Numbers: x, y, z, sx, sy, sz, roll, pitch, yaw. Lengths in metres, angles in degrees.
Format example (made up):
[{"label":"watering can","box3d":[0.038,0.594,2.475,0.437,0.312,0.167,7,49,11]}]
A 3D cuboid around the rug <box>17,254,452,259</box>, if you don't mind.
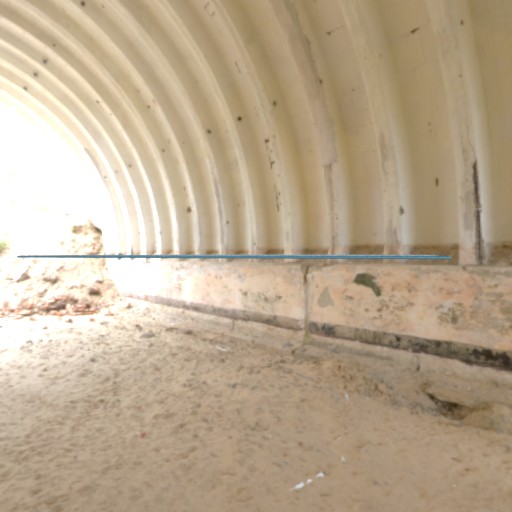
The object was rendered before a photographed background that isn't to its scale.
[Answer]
[{"label":"rug","box3d":[0.000,0.000,3.939,2.964,0.018,2.350,0,0,18]}]
